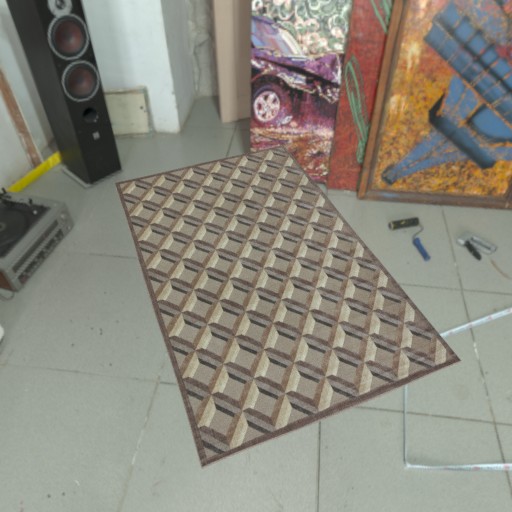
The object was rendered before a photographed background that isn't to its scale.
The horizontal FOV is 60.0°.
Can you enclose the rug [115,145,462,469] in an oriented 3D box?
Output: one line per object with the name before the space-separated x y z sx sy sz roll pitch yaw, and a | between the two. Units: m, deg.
rug | 0.000 0.000 2.134 1.066 0.011 1.677 -16 48 -15
